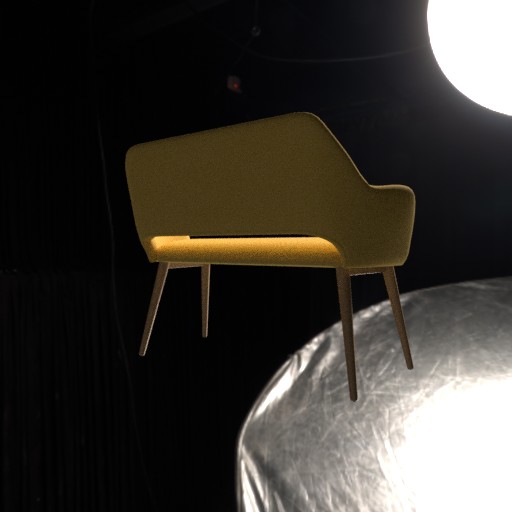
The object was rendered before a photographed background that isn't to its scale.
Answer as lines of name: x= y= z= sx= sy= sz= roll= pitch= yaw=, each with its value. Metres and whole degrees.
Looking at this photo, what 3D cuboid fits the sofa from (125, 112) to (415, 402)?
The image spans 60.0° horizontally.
sofa: x=0.000 y=0.000 z=1.707 sx=1.150 sy=0.840 sz=0.610 roll=1 pitch=1 yaw=35
